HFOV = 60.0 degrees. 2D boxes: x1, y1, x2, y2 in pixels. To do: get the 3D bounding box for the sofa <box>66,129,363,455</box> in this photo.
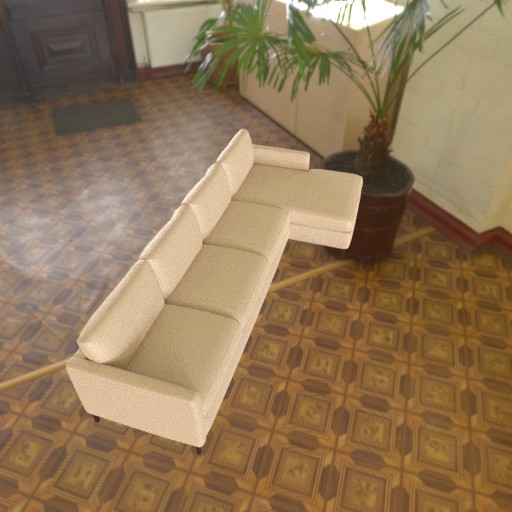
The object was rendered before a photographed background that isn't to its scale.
[{"bbox_3d":[0.000,0.000,3.237,1.258,0.755,2.731,11,42,13],"label":"sofa"}]
